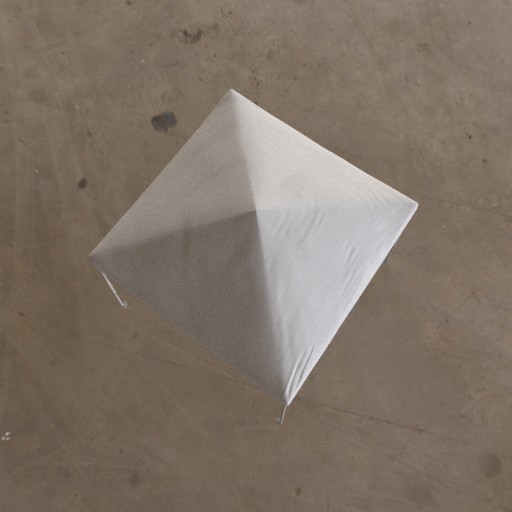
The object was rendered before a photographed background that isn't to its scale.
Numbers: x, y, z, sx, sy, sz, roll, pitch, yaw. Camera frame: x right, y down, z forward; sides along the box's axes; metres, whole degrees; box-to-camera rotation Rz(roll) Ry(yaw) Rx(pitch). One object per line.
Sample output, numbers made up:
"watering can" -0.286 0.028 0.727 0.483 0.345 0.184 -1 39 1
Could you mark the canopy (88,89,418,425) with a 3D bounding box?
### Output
"canopy" 0.000 0.000 5.235 2.848 2.849 2.849 34 77 9
